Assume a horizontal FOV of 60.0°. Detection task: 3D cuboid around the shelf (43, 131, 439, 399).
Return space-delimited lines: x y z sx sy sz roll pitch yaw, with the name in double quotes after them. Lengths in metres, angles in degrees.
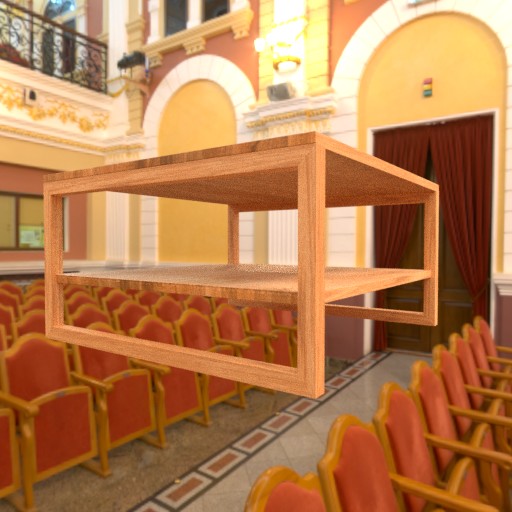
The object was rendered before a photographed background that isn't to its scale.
0.000 0.000 1.418 0.899 0.480 0.899 1 2 35 "shelf"
